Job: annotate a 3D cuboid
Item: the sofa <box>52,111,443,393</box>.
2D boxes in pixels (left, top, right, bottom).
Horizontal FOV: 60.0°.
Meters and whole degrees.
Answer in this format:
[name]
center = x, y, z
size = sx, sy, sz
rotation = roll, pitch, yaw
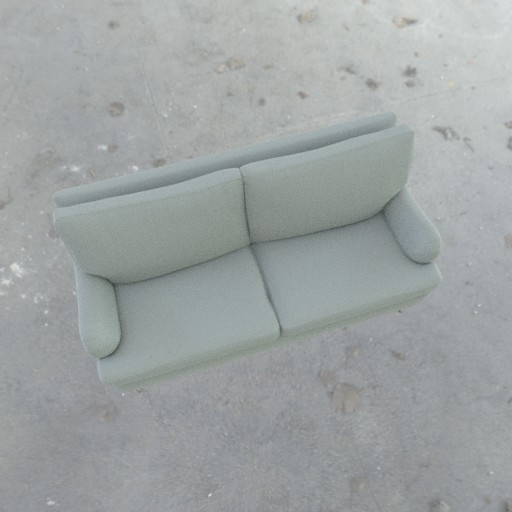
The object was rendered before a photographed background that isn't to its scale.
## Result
[sofa]
center = 0.000, 0.000, 2.830
size = 2.193, 1.096, 1.069
rotation = -15, 66, -7
